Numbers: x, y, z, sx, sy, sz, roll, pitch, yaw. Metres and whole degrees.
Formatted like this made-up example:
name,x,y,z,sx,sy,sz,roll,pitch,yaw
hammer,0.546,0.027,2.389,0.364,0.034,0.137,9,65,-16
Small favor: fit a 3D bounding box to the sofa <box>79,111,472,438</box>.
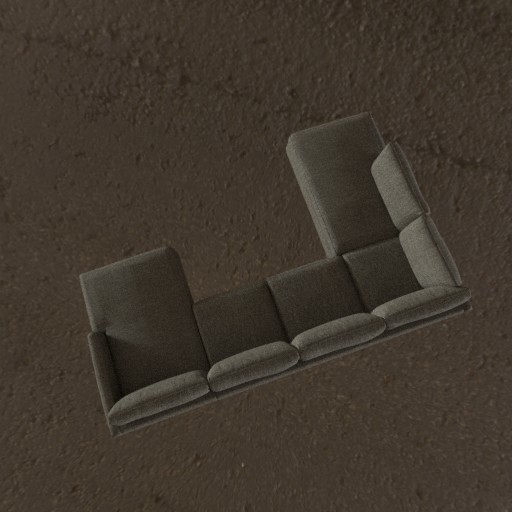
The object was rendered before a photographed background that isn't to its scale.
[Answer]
name,x,y,z,sx,sy,sz,roll,pitch,yaw
sofa,0.000,0.000,3.493,2.737,0.756,1.879,-18,75,-5
